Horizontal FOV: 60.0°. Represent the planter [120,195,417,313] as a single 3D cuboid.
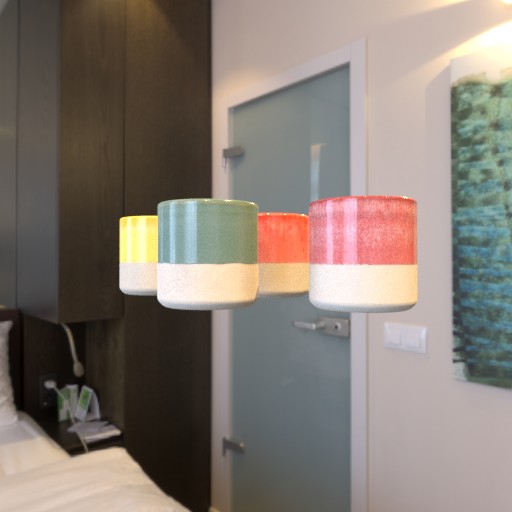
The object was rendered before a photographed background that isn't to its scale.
[{"bbox_3d":[0.000,0.000,0.416,0.286,0.075,0.257,0,0,17],"label":"planter"}]
